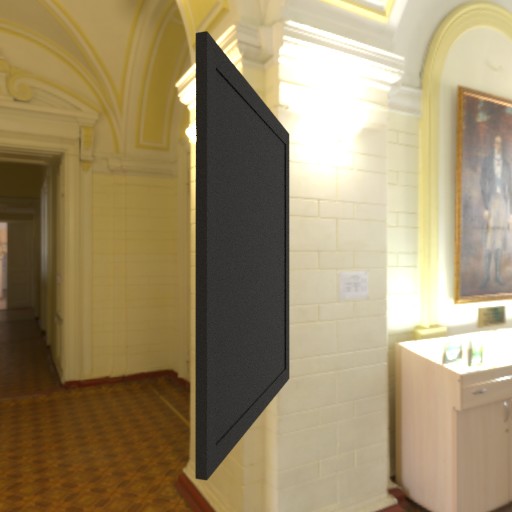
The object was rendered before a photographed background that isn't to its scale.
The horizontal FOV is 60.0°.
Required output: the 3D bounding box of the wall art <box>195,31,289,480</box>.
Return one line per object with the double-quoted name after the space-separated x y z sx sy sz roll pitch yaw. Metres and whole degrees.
0.000 0.000 0.507 0.010 0.361 0.311 0 0 17 "wall art"
